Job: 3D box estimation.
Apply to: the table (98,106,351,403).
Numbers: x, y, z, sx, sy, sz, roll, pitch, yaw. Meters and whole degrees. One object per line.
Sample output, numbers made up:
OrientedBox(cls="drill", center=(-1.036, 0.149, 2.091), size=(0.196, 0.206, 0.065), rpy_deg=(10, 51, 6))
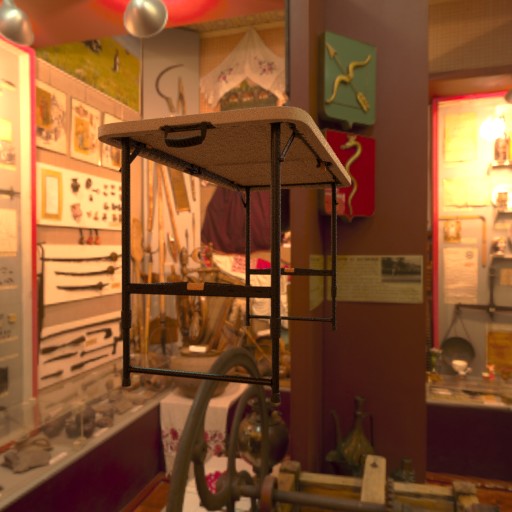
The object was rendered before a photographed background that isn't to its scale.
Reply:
OrientedBox(cls="table", center=(0.000, 0.000, 1.705), size=(0.611, 0.737, 1.245), rpy_deg=(0, 1, 18))
